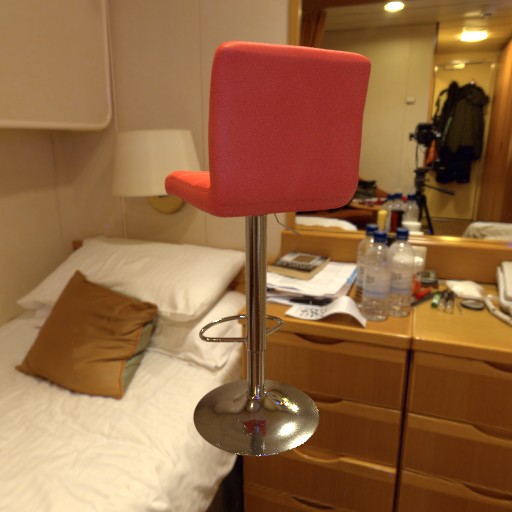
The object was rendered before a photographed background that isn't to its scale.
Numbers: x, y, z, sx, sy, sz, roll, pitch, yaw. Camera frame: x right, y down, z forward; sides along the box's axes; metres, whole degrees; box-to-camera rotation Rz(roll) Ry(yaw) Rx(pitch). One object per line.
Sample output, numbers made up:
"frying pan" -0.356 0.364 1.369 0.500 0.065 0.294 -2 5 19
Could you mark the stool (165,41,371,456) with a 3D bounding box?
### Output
"stool" 0.000 0.000 1.367 0.430 1.115 0.505 -7 17 -26
